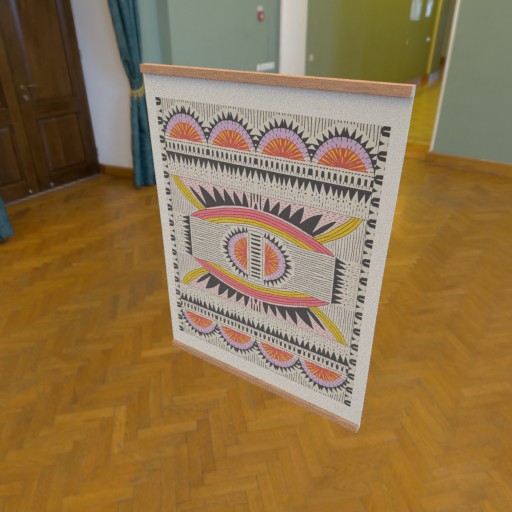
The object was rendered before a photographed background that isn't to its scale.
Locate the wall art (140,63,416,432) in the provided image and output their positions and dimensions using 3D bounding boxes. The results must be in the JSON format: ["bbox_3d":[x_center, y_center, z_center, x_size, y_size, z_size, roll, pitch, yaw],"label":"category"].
[{"bbox_3d":[0.000,0.000,1.321,0.765,1.016,0.028,17,34,28],"label":"wall art"}]
